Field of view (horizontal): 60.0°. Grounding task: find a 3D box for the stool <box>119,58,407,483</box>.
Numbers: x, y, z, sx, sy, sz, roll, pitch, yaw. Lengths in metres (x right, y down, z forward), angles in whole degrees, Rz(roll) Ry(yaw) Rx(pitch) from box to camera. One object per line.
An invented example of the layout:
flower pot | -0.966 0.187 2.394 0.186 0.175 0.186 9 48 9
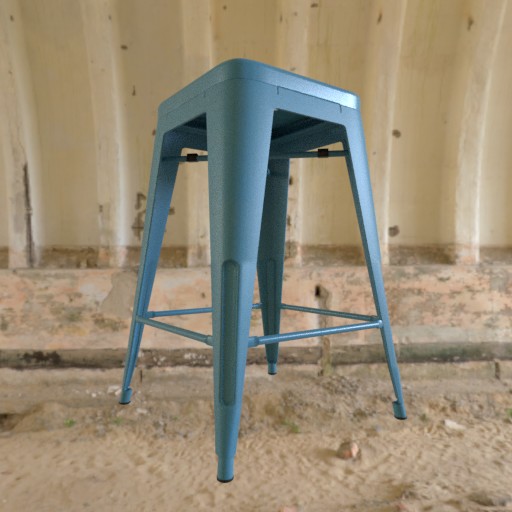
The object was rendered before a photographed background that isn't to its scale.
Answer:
stool | 0.000 0.000 0.870 0.410 0.608 0.410 0 0 -36
